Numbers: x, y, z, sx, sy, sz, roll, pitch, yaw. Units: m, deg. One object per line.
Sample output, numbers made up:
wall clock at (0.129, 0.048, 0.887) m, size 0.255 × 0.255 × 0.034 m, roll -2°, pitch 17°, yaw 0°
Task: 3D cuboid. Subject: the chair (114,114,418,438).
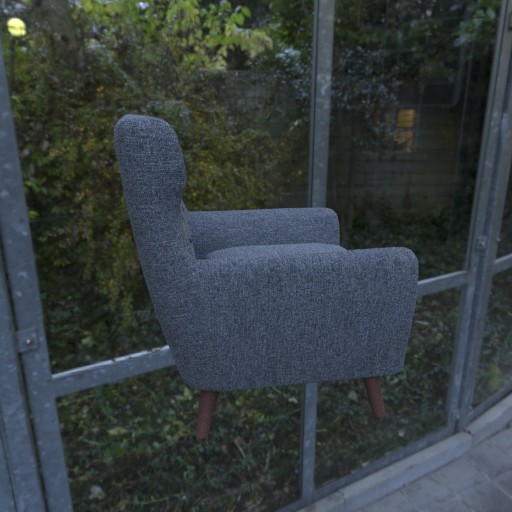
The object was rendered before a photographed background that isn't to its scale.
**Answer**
chair at (0.000, 0.000, 1.728) m, size 0.940 × 1.039 × 0.889 m, roll -3°, pitch 16°, yaw -10°
